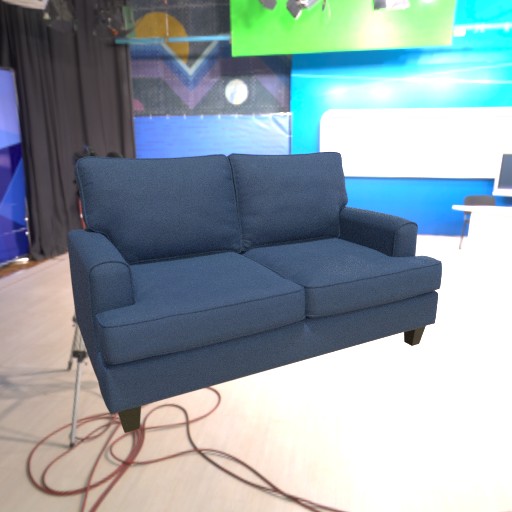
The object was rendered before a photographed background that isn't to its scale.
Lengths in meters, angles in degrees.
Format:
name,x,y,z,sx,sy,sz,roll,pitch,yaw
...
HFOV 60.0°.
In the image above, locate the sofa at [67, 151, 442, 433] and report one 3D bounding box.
name,x,y,z,sx,sy,sz,roll,pitch,yaw
sofa,0.000,0.000,2.189,1.651,0.965,0.965,-8,18,-27
